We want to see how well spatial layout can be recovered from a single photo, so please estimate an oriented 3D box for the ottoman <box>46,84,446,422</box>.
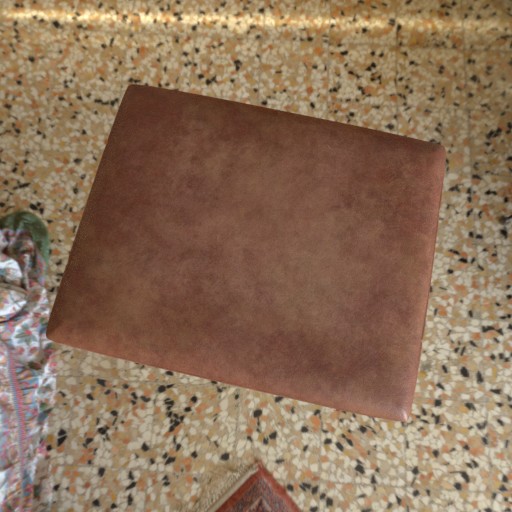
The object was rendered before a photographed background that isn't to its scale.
[{"bbox_3d":[0.000,0.000,1.741,1.186,0.667,0.965,12,77,3],"label":"ottoman"}]
